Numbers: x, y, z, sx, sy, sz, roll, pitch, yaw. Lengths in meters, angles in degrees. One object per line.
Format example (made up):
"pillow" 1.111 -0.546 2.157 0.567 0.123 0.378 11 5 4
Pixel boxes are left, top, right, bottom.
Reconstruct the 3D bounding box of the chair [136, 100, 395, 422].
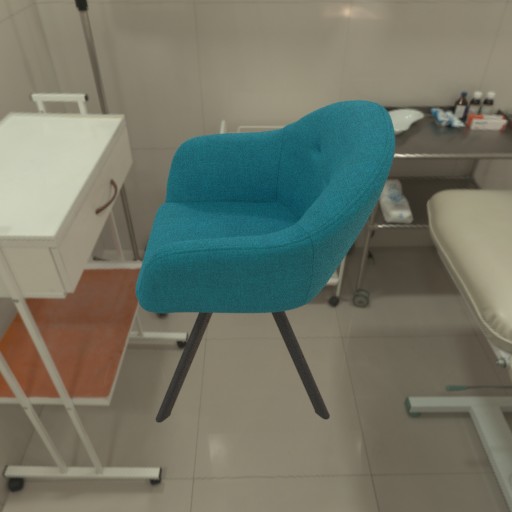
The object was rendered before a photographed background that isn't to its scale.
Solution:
"chair" 0.000 0.000 1.166 0.565 0.775 0.545 -1 40 -1
